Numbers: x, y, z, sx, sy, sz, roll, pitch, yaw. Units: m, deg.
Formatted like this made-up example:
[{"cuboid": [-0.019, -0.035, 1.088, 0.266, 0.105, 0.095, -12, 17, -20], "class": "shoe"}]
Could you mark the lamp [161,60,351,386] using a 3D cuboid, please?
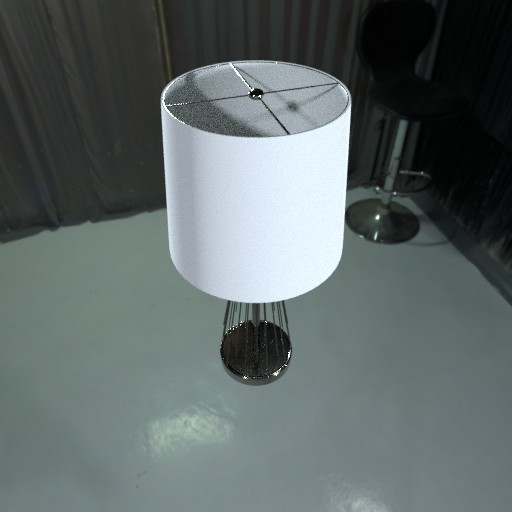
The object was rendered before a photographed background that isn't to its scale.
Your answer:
[{"cuboid": [0.000, 0.000, 0.813, 0.303, 0.618, 0.303, 0, 42, 0], "class": "lamp"}]
